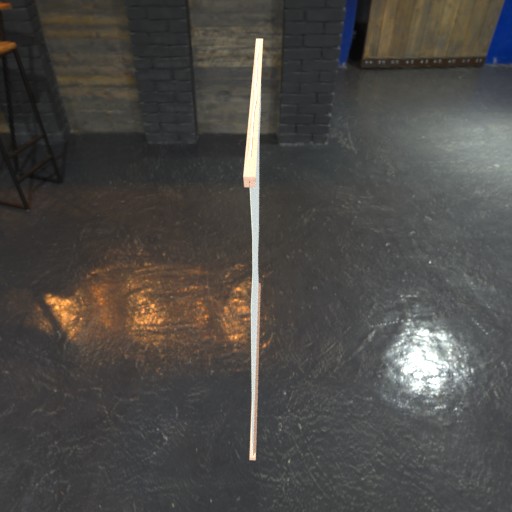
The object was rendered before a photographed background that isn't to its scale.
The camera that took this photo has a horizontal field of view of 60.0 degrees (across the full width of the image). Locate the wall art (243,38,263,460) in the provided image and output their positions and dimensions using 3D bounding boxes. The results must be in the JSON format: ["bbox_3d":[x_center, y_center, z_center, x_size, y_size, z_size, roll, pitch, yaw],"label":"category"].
[{"bbox_3d":[0.000,0.000,1.321,0.020,1.013,0.758,1,41,1],"label":"wall art"}]
